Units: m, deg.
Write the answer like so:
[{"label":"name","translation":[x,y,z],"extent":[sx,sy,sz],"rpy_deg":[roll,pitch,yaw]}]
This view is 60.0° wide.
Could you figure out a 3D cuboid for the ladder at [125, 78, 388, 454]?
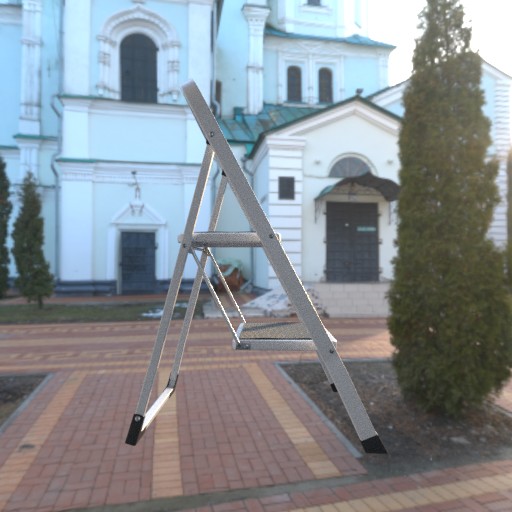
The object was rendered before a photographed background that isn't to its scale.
[{"label":"ladder","translation":[0.000,0.000,1.139],"extent":[0.544,0.810,0.460],"rpy_deg":[0,-1,1]}]
